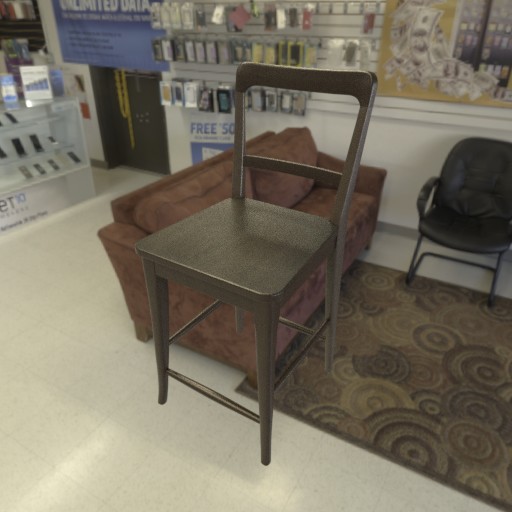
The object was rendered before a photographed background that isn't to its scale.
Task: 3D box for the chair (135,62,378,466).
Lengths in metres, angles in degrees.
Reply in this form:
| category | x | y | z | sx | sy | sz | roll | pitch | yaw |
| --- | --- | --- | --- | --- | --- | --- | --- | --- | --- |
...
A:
| category | x | y | z | sx | sy | sz | roll | pitch | yaw |
| --- | --- | --- | --- | --- | --- | --- | --- | --- | --- |
| chair | 0.000 | 0.000 | 1.307 | 0.450 | 0.991 | 0.546 | 18 | 34 | 28 |
